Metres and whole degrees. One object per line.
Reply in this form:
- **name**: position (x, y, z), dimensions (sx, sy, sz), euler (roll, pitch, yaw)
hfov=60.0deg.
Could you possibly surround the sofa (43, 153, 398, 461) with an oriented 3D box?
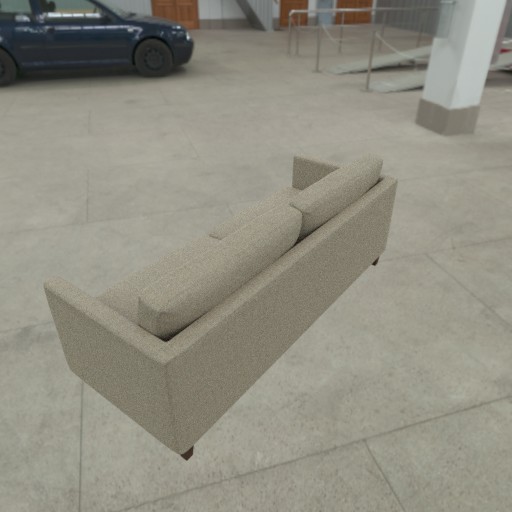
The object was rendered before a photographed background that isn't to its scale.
- **sofa**: position (0.000, 0.000, 2.966), dimensions (0.951, 0.965, 2.434), euler (22, 39, 31)
